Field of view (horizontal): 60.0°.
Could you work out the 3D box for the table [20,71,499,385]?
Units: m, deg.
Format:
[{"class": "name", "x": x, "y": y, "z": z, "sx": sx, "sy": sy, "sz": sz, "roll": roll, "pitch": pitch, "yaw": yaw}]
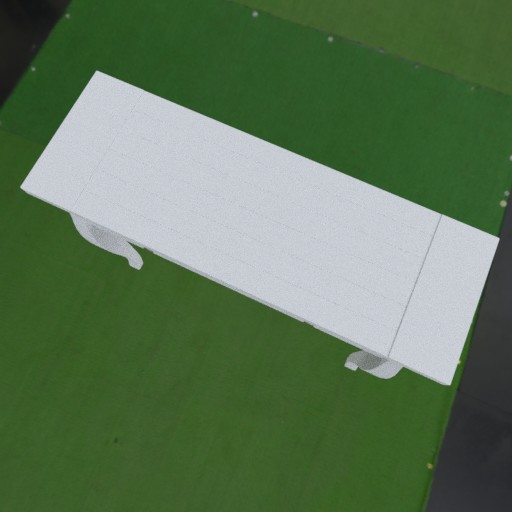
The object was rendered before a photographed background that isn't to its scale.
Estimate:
[{"class": "table", "x": 0.000, "y": 0.000, "z": 1.399, "sx": 1.062, "sy": 0.768, "sz": 0.373, "roll": 24, "pitch": 76, "yaw": 6}]
